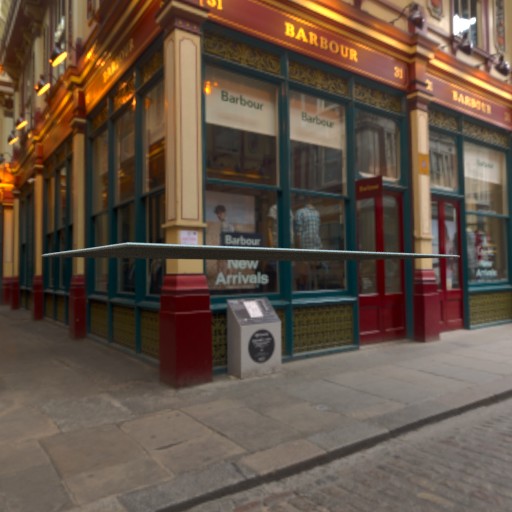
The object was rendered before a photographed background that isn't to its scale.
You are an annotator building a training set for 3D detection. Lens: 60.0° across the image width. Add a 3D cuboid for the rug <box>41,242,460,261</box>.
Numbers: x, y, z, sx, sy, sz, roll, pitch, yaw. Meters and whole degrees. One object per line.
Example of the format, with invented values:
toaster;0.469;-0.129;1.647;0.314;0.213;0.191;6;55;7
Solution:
rug;0.000;0.000;2.329;1.840;0.012;1.219;1;-2;-37
